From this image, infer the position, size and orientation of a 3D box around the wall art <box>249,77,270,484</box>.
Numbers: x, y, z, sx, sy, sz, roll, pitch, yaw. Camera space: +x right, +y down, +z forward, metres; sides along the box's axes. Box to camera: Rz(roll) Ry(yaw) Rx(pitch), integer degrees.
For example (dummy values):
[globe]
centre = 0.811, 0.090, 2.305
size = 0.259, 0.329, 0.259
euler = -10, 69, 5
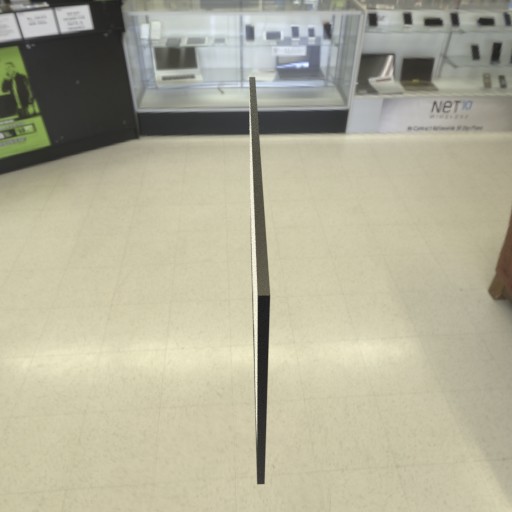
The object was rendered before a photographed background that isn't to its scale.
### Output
[wall art]
centre = 0.000, 0.000, 1.241
size = 0.019, 0.660, 0.957
euler = -1, 40, -1
